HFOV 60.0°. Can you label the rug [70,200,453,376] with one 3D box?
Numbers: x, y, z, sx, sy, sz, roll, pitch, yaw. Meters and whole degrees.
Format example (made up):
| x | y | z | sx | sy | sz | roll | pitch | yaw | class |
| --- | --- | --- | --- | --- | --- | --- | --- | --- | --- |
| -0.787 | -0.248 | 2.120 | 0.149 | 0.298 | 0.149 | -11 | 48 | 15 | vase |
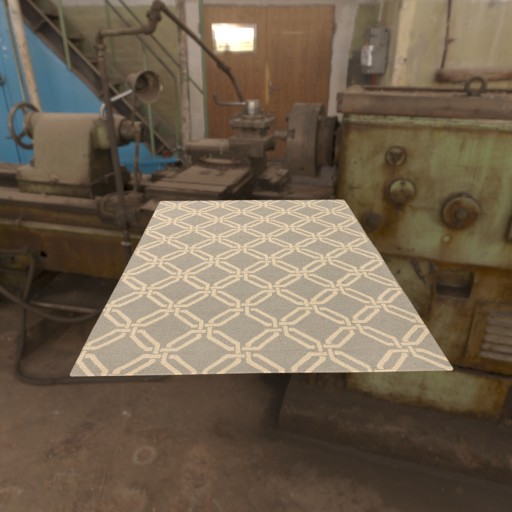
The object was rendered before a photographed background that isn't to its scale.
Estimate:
| x | y | z | sx | sy | sz | roll | pitch | yaw | class |
| --- | --- | --- | --- | --- | --- | --- | --- | --- | --- |
| 0.000 | 0.000 | 2.705 | 1.522 | 0.013 | 2.133 | -1 | 26 | -1 | rug |
